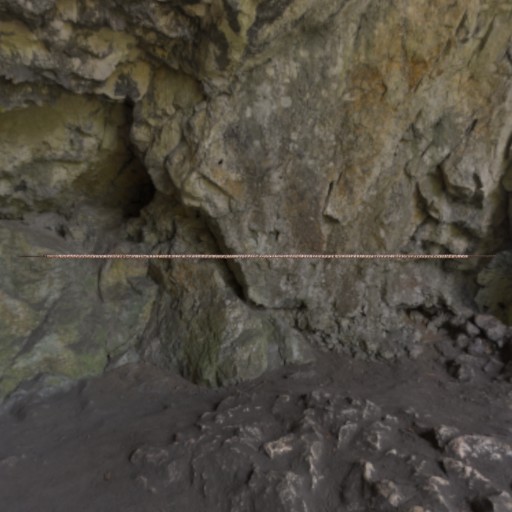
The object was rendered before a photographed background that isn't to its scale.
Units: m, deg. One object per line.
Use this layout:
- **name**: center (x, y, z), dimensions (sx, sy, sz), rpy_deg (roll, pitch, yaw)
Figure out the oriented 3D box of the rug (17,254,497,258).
- **rug**: center (0.000, 0.000, 2.009), dimensions (1.718, 0.017, 0.905), rpy_deg (0, 0, 0)
